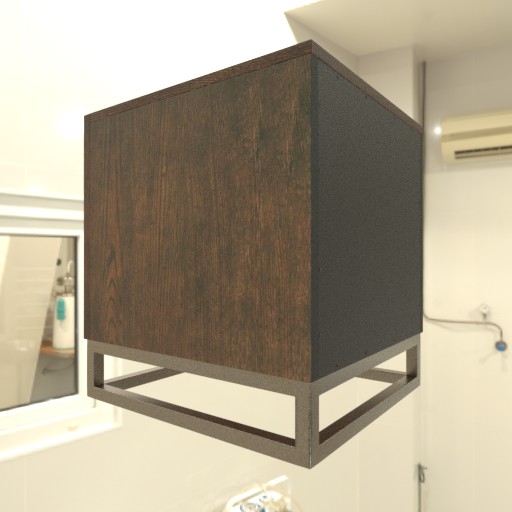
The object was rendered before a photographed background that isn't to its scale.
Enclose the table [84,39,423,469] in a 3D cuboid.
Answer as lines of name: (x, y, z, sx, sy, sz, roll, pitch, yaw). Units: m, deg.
table: (0.000, 0.000, 0.966, 0.566, 0.582, 0.506, 0, 0, 37)
